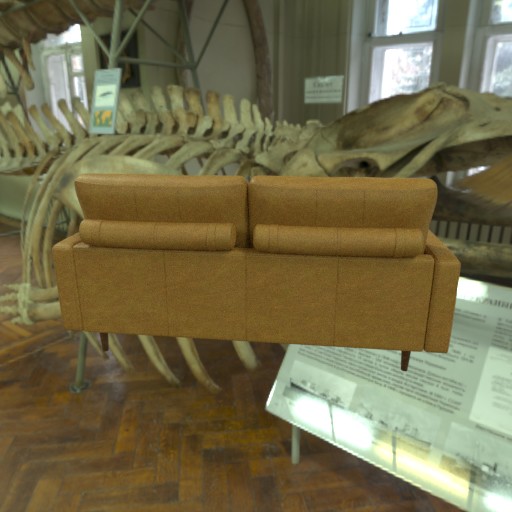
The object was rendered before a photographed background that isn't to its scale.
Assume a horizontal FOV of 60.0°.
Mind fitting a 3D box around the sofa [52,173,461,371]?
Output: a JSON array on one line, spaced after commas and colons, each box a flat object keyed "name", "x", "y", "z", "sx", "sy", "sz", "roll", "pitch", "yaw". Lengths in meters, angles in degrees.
[{"name": "sofa", "x": 0.000, "y": 0.000, "z": 2.314, "sx": 1.821, "sy": 0.898, "sz": 0.850, "roll": 2, "pitch": 18, "yaw": 7}]
